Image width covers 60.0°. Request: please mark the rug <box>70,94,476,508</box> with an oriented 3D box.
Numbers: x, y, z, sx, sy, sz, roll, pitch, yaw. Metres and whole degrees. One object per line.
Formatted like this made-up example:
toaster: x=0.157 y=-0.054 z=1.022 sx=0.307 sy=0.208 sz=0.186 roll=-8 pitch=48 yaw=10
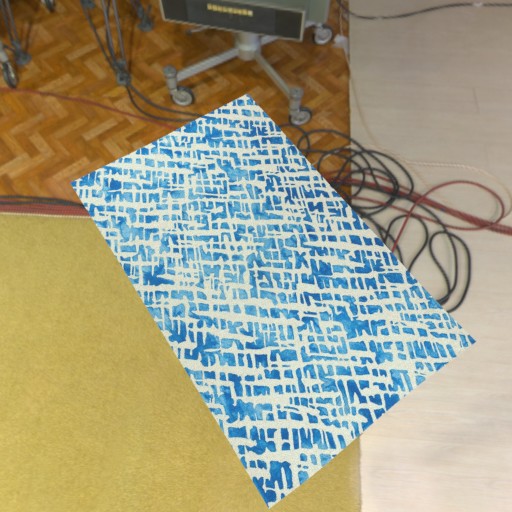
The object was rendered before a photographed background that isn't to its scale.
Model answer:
rug: x=0.000 y=0.000 z=2.889 sx=1.520 sy=0.011 sz=2.447 roll=-32 pitch=68 yaw=-15
